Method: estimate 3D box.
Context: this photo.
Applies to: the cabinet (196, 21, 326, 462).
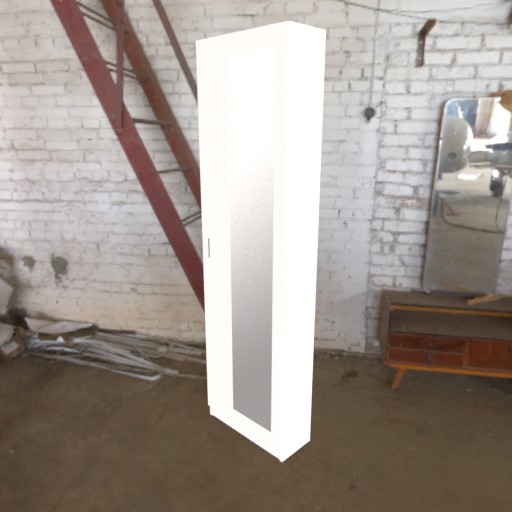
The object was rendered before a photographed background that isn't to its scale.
[{"bbox_3d":[0.000,0.000,1.974,0.500,1.790,0.230,15,22,42],"label":"cabinet"}]
